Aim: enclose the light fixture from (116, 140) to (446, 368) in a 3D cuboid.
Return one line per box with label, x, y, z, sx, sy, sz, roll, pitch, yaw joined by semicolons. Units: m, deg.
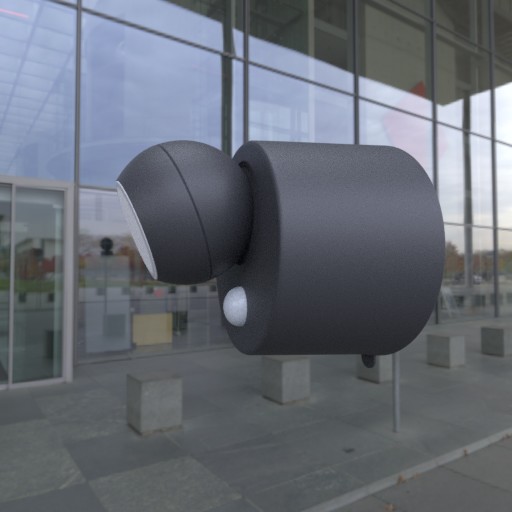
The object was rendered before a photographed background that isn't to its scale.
light fixture;0.000;0.000;0.264;0.160;0.143;0.134;1;-2;-19
